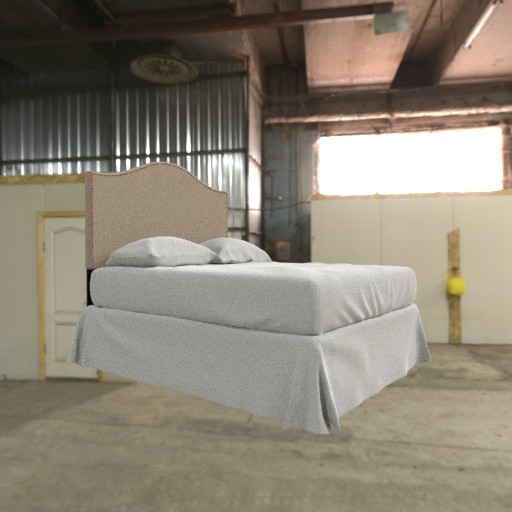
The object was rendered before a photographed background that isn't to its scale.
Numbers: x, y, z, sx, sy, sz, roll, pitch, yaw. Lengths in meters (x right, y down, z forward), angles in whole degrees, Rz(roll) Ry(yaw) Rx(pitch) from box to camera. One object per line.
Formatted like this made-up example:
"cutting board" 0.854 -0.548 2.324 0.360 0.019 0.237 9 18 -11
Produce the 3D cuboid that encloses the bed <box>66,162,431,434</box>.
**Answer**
"bed" 0.000 0.000 3.395 2.221 1.645 1.876 1 2 37
